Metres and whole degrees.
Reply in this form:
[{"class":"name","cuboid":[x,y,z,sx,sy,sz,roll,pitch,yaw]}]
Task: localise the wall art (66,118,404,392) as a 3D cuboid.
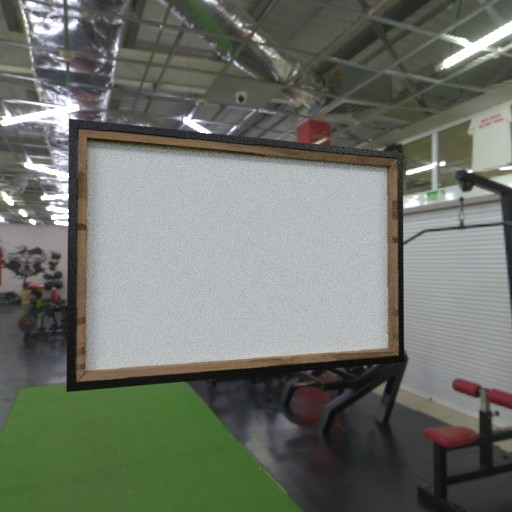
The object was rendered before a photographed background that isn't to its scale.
[{"class":"wall art","cuboid":[0.000,0.000,0.843,0.659,0.446,0.022,0,-1,-20]}]
